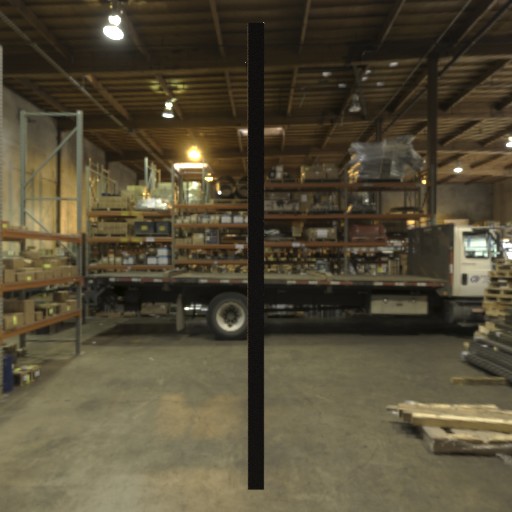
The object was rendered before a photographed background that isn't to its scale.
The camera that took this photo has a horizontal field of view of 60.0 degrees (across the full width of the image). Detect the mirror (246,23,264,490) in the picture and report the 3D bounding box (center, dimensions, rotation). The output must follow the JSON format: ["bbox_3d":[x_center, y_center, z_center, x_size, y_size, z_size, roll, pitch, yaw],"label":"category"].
[{"bbox_3d":[0.000,0.000,1.344,0.040,1.016,0.762,0,0,0],"label":"mirror"}]
